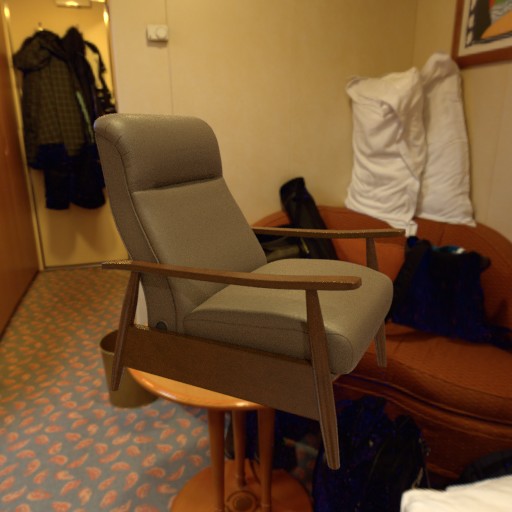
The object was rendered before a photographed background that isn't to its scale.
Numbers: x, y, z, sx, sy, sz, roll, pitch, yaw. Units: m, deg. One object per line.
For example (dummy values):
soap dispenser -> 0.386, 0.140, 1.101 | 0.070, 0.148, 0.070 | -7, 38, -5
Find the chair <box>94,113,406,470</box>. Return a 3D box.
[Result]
chair -> 0.000, 0.000, 1.761 | 1.014, 1.082, 0.762 | 8, 18, 26
